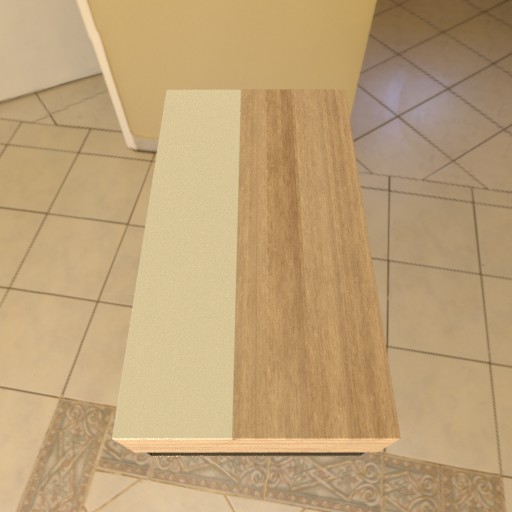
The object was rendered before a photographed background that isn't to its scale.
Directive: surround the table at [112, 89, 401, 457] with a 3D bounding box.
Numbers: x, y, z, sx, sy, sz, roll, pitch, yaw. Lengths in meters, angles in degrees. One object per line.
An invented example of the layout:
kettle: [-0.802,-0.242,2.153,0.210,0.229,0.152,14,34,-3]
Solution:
table: [0.000,0.000,1.355,0.600,0.350,1.100,0,59,0]
